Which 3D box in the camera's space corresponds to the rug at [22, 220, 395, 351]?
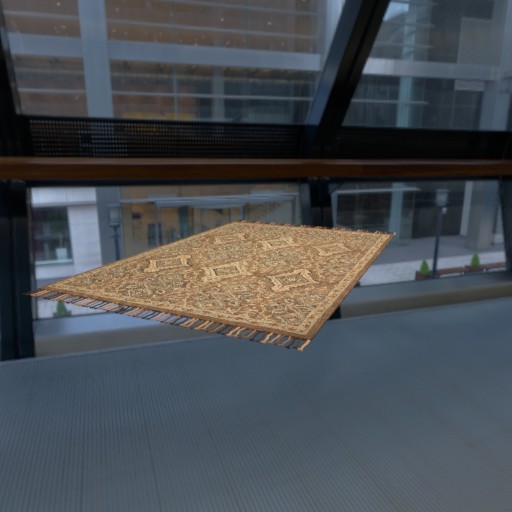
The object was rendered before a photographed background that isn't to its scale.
[{"bbox_3d":[0.000,0.000,3.024,1.516,0.010,2.434,7,16,24],"label":"rug"}]
